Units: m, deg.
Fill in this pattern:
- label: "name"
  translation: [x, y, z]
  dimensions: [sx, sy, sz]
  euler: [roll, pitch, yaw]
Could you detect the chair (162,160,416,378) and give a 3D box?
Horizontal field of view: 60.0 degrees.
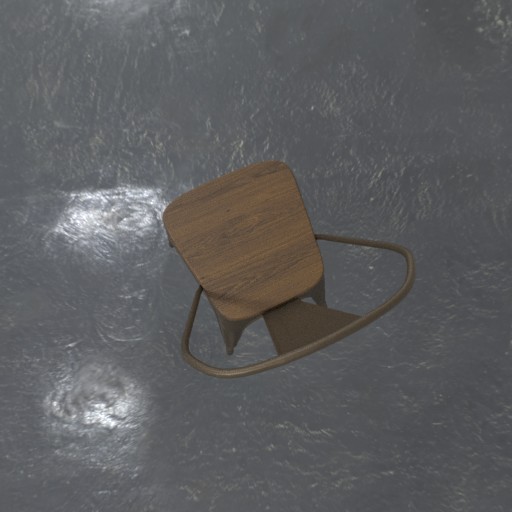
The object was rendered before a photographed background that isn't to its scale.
- label: "chair"
  translation: [0.000, 0.000, 1.147]
  dimensions: [0.451, 0.844, 0.532]
  euler: [-24, 78, -5]
